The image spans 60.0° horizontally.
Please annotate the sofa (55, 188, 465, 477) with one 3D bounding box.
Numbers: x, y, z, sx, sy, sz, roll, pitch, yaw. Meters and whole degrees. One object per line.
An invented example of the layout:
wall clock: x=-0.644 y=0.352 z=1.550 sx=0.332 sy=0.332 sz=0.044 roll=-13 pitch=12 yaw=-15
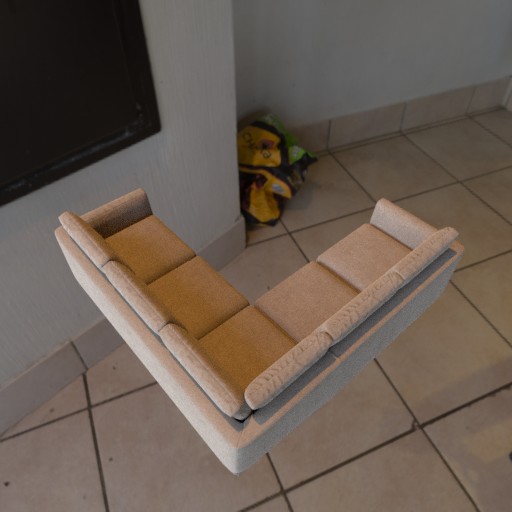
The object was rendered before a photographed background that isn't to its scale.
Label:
sofa: x=0.000 y=0.000 z=3.771 sx=2.438 sy=0.864 sz=2.438 roll=-33 pitch=55 yaw=-27
